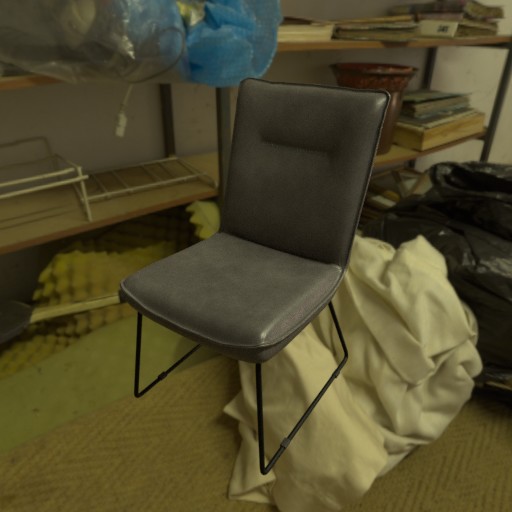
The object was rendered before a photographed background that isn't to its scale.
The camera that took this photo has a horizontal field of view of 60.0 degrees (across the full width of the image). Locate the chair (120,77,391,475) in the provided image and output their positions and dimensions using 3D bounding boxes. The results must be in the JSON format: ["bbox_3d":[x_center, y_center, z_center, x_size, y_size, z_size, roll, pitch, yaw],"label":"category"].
[{"bbox_3d":[0.000,0.000,1.358,0.515,0.932,0.688,18,34,29],"label":"chair"}]
